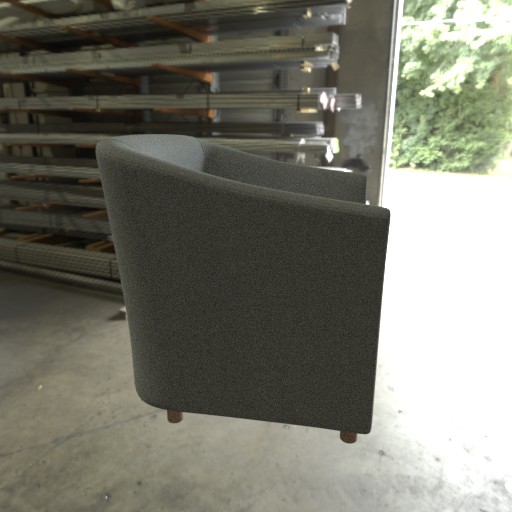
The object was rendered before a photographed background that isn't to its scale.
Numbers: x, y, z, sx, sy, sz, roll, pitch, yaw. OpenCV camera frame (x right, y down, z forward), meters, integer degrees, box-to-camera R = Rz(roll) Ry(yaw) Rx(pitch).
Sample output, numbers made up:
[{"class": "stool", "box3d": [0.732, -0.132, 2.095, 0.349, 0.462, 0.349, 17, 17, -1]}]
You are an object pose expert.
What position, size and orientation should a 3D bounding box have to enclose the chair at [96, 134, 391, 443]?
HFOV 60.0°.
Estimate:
[{"class": "chair", "box3d": [0.000, 0.000, 1.361, 0.700, 0.720, 0.790, 3, 16, 10]}]
